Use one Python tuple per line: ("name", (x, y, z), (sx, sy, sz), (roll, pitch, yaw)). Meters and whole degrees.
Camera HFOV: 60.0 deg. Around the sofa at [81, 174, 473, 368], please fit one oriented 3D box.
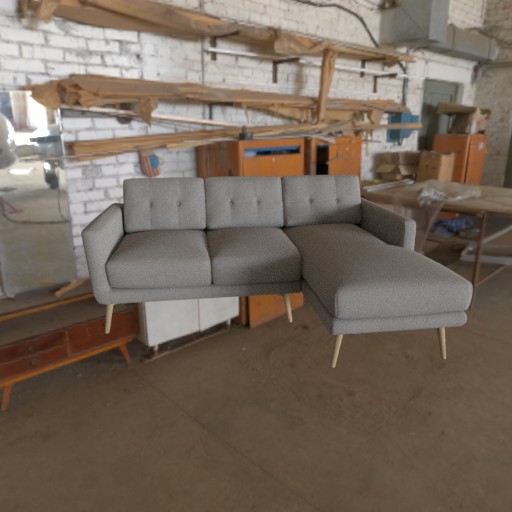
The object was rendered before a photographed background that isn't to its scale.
("sofa", (0.000, 0.000, 2.819), (2.040, 0.860, 1.530), (-2, 17, -8))
